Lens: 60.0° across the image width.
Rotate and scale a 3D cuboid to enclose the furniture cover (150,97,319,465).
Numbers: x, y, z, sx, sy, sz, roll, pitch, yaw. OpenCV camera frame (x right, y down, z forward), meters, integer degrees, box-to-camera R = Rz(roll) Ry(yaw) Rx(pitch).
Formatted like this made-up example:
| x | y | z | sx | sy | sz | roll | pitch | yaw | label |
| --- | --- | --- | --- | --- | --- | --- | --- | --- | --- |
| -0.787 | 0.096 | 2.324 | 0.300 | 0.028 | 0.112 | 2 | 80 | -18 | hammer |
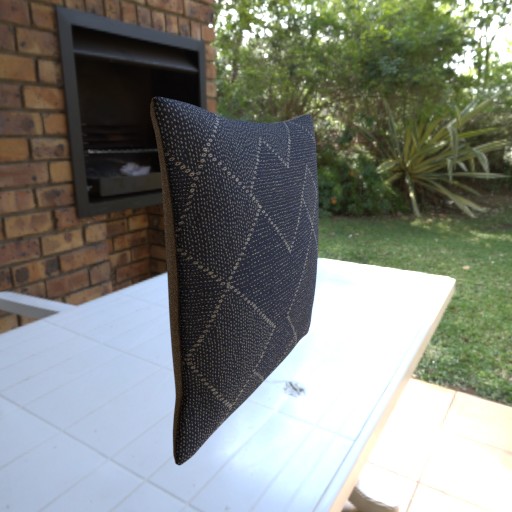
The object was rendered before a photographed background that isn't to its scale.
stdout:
| x | y | z | sx | sy | sz | roll | pitch | yaw | label |
| --- | --- | --- | --- | --- | --- | --- | --- | --- | --- |
| 0.000 | 0.000 | 0.790 | 0.162 | 0.503 | 0.511 | 8 | 17 | 26 | furniture cover |
